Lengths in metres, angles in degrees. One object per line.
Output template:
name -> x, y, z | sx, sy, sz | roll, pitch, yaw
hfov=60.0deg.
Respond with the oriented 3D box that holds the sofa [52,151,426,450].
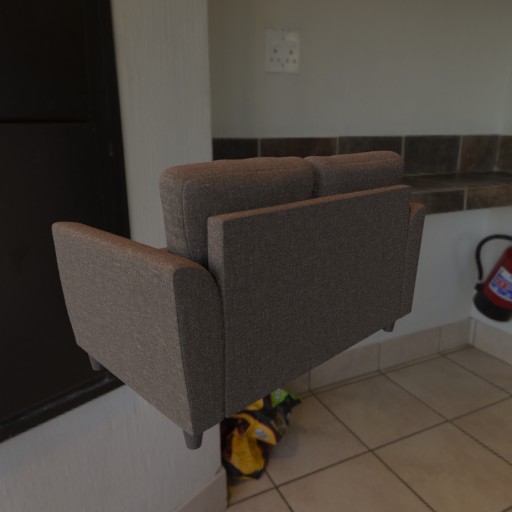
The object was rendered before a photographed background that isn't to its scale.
sofa -> 0.000, 0.000, 1.945 | 1.423, 0.885, 0.851 | -15, 22, -42
